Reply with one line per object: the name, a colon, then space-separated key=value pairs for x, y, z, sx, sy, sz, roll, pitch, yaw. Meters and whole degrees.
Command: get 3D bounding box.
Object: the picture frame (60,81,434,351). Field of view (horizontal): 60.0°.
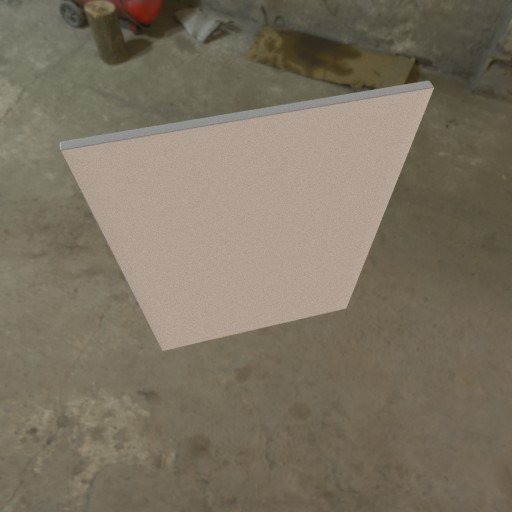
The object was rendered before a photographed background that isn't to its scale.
picture frame: x=0.000 y=0.000 z=0.666 sx=0.381 sy=0.534 sz=0.012 roll=-12 pitch=59 yaw=-7
